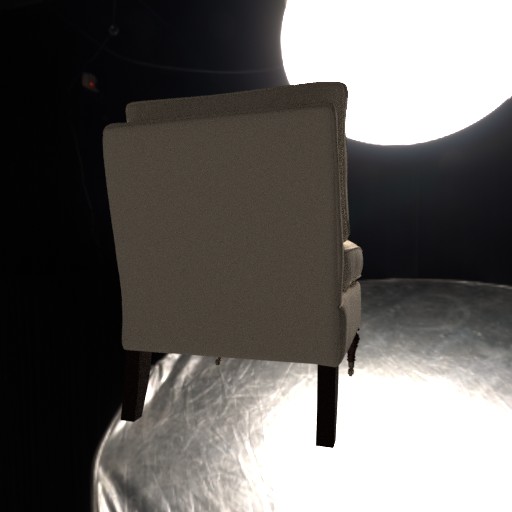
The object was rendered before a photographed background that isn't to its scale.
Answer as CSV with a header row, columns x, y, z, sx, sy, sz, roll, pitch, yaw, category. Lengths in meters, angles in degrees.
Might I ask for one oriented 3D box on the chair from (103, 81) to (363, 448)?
x,y,z,sx,sy,sz,roll,pitch,yaw,category
0.000,0.000,1.409,0.630,0.887,0.781,0,0,18,chair
